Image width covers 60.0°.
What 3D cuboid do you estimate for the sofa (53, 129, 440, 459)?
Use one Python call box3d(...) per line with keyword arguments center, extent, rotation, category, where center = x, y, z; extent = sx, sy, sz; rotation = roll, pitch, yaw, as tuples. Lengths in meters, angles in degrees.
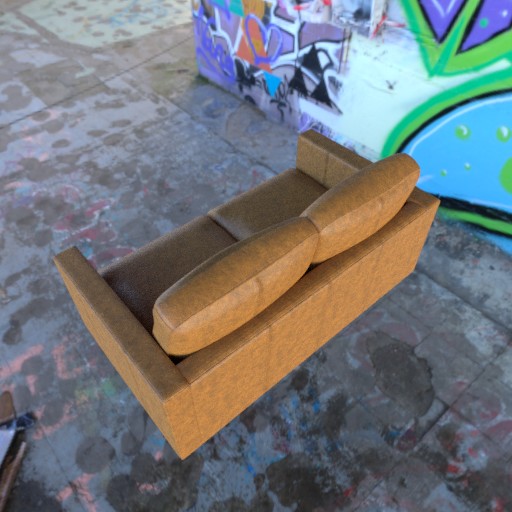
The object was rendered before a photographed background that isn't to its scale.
box3d(center=(0.000, 0.000, 2.167), extent=(1.578, 0.951, 0.909), rotation=(-32, 54, -27), category="sofa")
